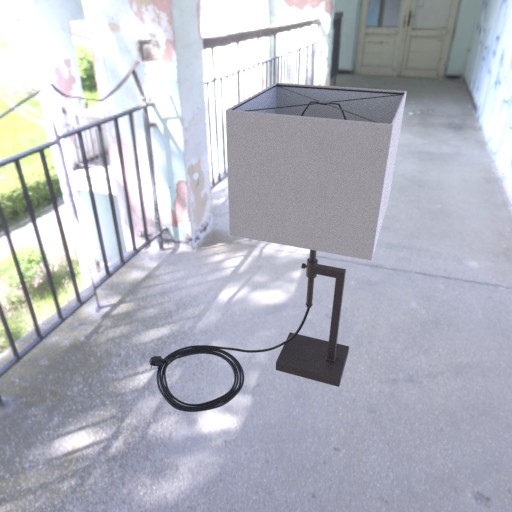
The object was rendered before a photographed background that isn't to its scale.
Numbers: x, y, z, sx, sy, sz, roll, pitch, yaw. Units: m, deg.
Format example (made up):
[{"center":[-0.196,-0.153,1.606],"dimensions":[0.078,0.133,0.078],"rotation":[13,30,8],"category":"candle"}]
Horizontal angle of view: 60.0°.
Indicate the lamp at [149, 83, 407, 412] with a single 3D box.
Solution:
[{"center":[0.000,0.000,0.983],"dimensions":[0.504,0.660,0.399],"rotation":[11,33,17],"category":"lamp"}]
